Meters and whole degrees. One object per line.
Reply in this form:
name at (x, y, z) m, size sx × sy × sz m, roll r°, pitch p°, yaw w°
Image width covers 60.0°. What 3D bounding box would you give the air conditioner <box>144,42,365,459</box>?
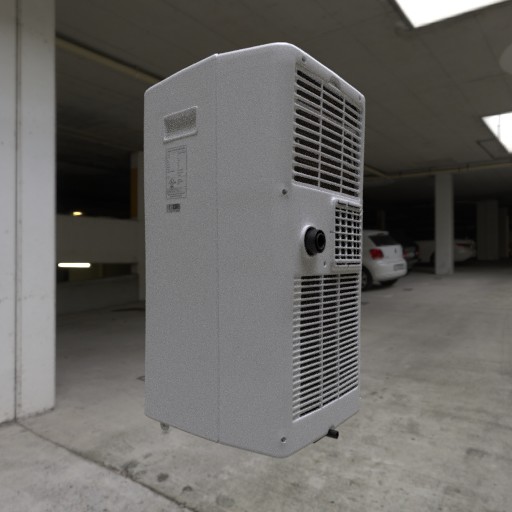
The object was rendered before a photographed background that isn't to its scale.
air conditioner at (0.000, 0.000, 0.804) m, size 0.349 × 0.606 × 0.304 m, roll 0°, pitch -1°, yaw 37°
